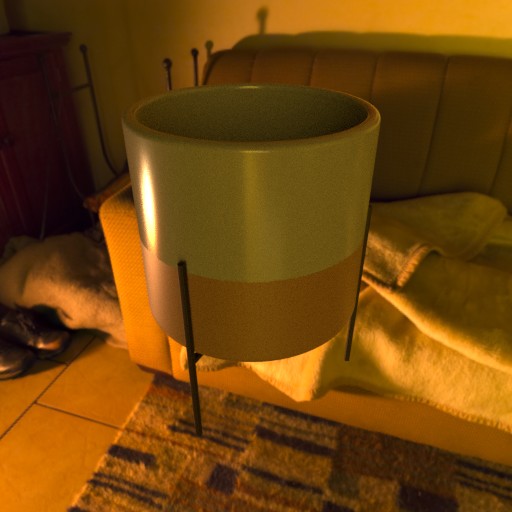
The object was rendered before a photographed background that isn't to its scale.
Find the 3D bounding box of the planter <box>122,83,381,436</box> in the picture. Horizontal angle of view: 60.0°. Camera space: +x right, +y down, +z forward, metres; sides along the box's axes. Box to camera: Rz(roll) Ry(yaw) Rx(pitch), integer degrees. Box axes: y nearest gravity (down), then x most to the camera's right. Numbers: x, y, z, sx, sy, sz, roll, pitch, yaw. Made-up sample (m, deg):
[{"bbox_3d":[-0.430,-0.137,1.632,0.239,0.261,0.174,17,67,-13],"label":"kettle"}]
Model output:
[{"bbox_3d":[0.000,0.000,0.729,0.360,0.480,0.348,-1,32,-2],"label":"planter"}]
